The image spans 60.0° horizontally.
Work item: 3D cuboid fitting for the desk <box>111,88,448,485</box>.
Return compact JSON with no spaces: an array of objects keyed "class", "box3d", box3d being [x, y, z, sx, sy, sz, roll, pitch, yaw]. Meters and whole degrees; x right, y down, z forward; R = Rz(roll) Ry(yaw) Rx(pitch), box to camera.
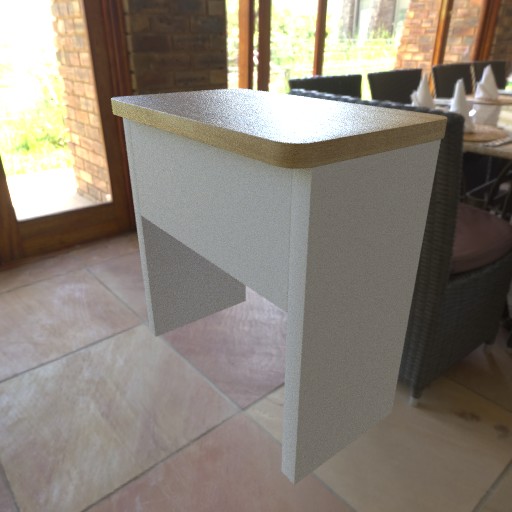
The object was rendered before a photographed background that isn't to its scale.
[{"class":"desk","box3d":[0.000,0.000,1.223,0.440,0.790,0.760,-19,32,-33]}]
